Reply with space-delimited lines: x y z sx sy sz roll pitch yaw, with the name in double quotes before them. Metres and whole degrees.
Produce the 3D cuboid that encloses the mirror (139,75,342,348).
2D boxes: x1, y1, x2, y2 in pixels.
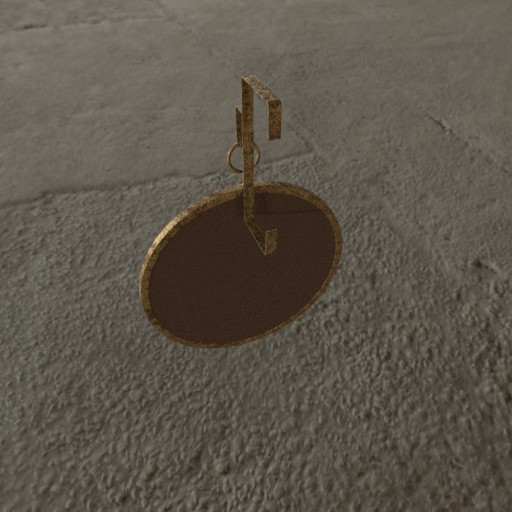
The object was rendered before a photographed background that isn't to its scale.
"mirror" 0.000 0.000 0.840 0.447 0.651 0.144 -14 44 -15
